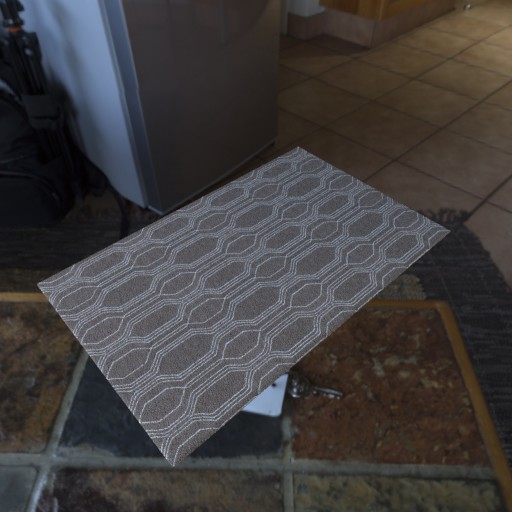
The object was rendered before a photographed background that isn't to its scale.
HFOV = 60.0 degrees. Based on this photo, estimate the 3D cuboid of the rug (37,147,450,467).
[{"bbox_3d":[0.000,0.000,3.065,2.457,0.012,1.541,-33,54,-28],"label":"rug"}]
